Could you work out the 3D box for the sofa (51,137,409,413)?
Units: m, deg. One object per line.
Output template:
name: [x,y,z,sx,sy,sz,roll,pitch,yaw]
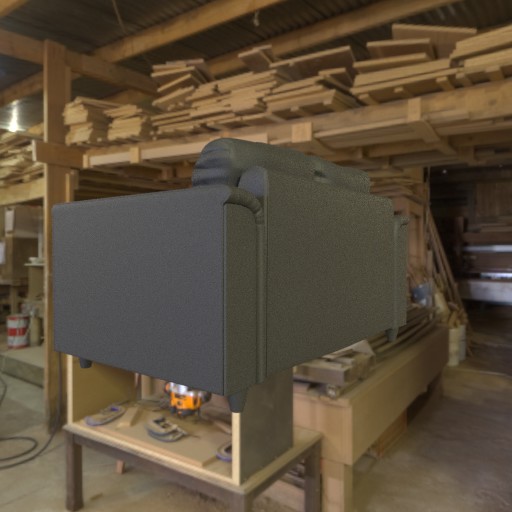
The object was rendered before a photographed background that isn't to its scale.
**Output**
sofa: [0.000,0.000,1.942,0.887,0.845,1.386,1,1,37]
